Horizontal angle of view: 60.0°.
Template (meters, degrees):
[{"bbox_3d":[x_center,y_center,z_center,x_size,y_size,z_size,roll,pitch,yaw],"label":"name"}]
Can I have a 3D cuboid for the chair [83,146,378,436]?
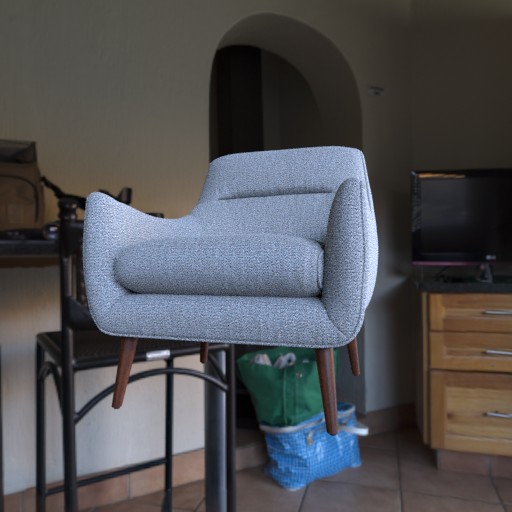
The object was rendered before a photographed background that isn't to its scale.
[{"bbox_3d":[0.000,0.000,1.436,0.762,0.838,0.787,0,-1,18],"label":"chair"}]
